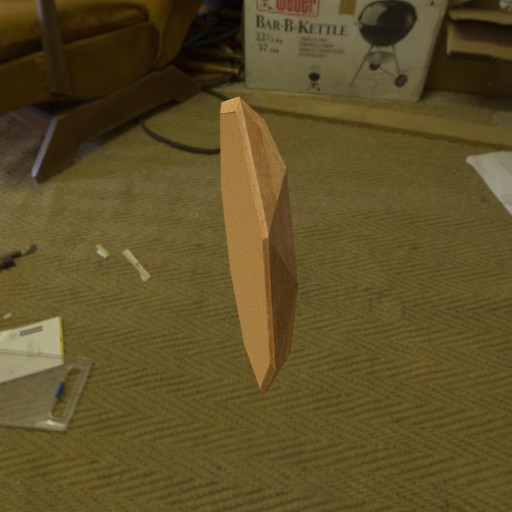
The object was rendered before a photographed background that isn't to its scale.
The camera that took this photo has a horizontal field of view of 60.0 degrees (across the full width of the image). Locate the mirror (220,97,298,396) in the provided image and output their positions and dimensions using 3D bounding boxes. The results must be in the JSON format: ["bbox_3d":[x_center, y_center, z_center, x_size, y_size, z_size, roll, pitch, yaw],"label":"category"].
[{"bbox_3d":[0.000,0.000,1.010,0.070,0.774,0.577,-9,48,-9],"label":"mirror"}]
